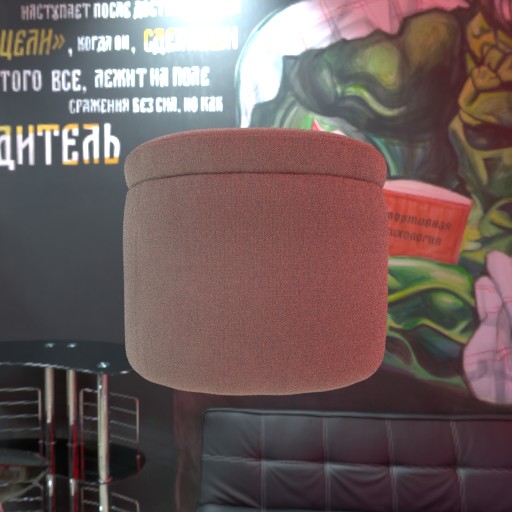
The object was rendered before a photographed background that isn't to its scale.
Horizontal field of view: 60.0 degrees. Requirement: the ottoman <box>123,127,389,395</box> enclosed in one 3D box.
[{"bbox_3d":[0.000,0.000,0.868,0.497,0.409,0.497,0,1,0],"label":"ottoman"}]
